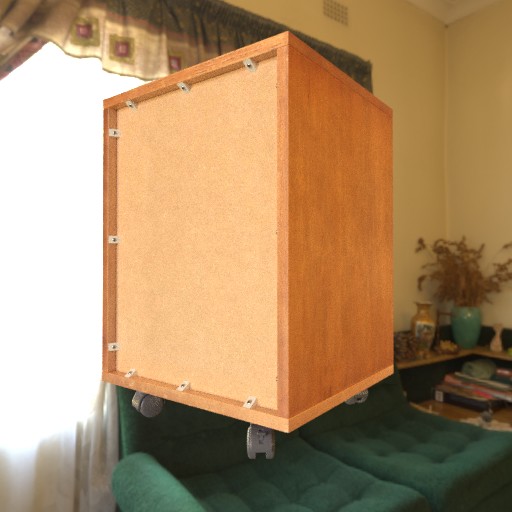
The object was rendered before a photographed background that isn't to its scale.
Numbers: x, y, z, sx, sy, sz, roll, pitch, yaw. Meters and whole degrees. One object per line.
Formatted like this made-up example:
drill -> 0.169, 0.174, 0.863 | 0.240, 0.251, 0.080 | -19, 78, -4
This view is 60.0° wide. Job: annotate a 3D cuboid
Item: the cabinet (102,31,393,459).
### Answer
cabinet -> 0.000, 0.000, 0.854 | 0.409, 0.579, 0.401 | 0, -1, 37
